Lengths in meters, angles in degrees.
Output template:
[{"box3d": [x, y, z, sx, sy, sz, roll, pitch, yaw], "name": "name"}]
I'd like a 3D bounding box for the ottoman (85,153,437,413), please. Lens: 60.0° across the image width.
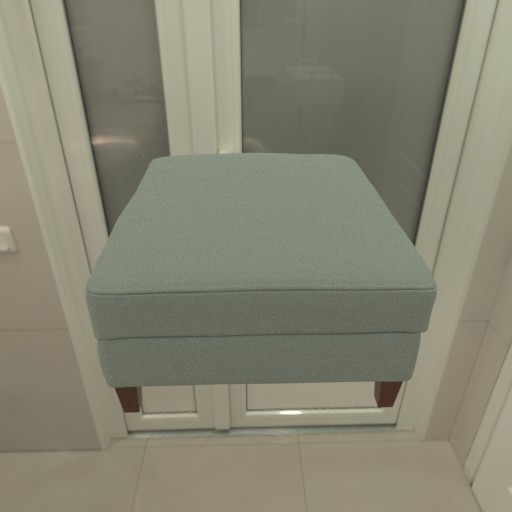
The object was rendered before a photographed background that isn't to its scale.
[{"box3d": [0.000, 0.000, 1.523, 0.842, 0.494, 0.991, -1, 31, -1], "name": "ottoman"}]
